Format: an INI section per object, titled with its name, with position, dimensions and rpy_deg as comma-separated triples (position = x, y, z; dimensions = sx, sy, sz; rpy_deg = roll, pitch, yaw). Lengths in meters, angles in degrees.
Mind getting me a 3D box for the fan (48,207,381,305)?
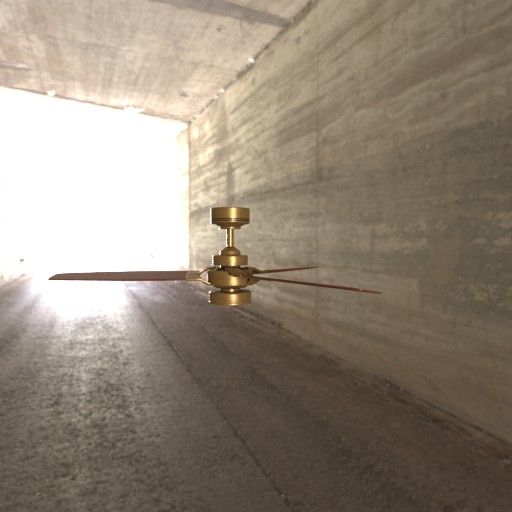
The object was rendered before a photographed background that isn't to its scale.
[fan]
position = 0.000, 0.000, 2.069
dimensions = 1.416, 0.425, 1.271
rpy_deg = 1, 2, 34
